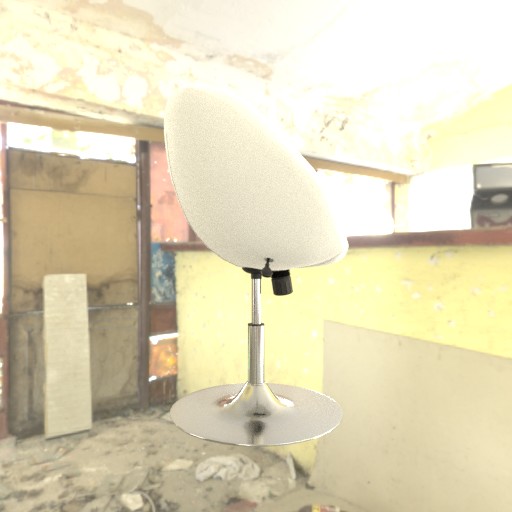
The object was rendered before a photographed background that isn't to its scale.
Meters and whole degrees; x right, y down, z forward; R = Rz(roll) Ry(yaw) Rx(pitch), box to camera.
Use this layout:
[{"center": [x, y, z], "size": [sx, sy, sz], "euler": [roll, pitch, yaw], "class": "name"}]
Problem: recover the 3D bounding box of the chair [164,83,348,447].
[{"center": [0.000, 0.000, 1.826], "size": [0.736, 1.261, 0.940], "euler": [0, 0, -18], "class": "chair"}]
